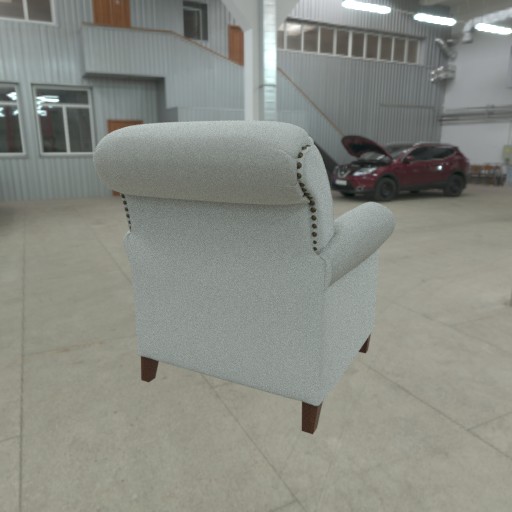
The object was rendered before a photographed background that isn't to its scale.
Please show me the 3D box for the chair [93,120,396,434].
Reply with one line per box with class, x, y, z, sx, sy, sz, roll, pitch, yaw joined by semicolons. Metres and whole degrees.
chair;0.000;0.000;1.635;0.854;0.927;0.890;7;16;27
